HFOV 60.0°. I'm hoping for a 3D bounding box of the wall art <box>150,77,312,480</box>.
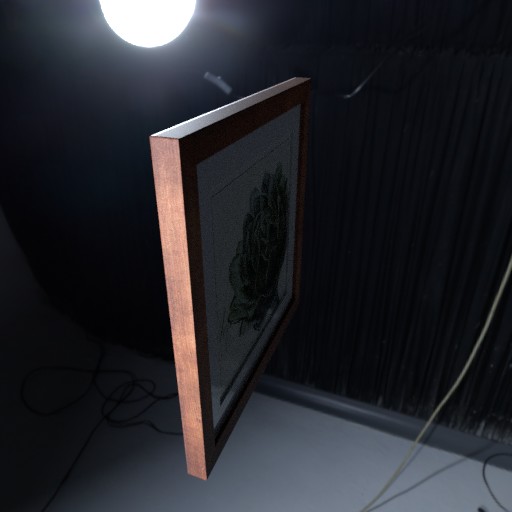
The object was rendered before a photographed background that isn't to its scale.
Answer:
[{"bbox_3d":[0.000,0.000,0.842,0.037,0.572,0.554,10,30,18],"label":"wall art"}]
